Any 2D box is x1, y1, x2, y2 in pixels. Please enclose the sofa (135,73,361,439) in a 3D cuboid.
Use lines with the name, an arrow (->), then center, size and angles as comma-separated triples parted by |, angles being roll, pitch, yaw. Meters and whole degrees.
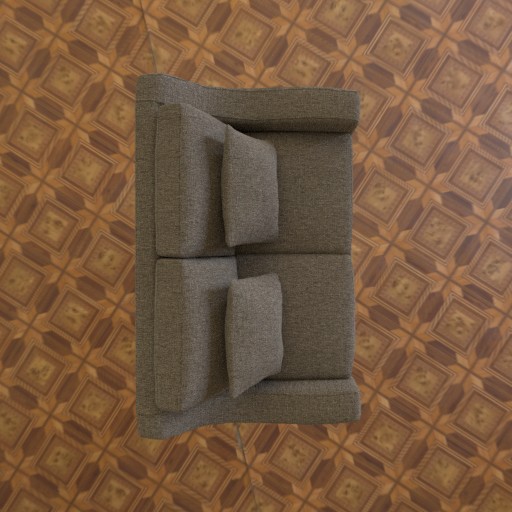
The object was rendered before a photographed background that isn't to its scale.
sofa -> 0.000, 0.000, 2.430 | 1.120, 0.991, 1.778 | 0, 91, 3
